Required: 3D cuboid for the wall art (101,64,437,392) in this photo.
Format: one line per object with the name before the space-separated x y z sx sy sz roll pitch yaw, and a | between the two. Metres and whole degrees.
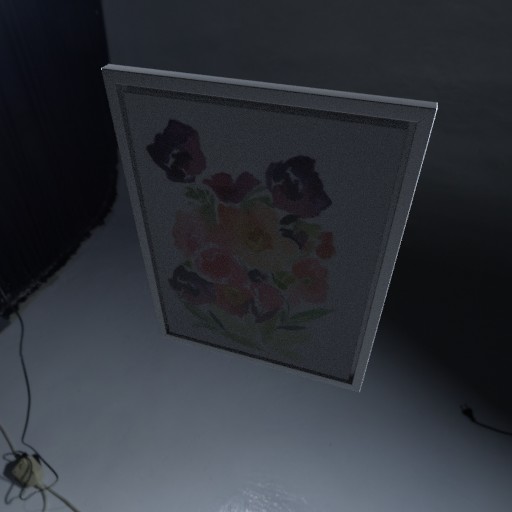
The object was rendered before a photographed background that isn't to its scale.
wall art | 0.000 0.000 1.374 0.805 1.056 0.042 12 42 14
